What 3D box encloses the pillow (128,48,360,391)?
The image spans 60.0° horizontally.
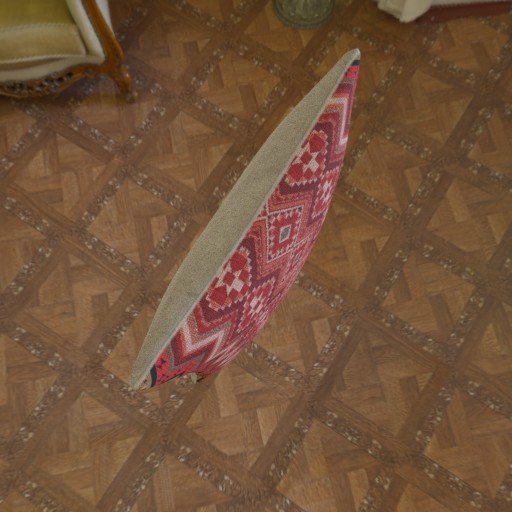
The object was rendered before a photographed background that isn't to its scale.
[{"bbox_3d":[0.000,0.000,0.780,0.158,0.511,0.513,31,77,8],"label":"pillow"}]
